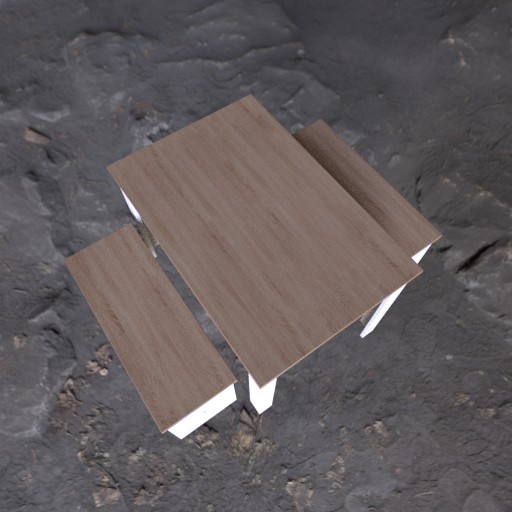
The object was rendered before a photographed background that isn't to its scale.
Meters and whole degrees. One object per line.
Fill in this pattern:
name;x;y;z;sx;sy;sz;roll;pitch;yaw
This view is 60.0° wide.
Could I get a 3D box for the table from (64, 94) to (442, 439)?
table;0.000;0.000;2.035;1.443;0.700;1.100;-32;67;-16
